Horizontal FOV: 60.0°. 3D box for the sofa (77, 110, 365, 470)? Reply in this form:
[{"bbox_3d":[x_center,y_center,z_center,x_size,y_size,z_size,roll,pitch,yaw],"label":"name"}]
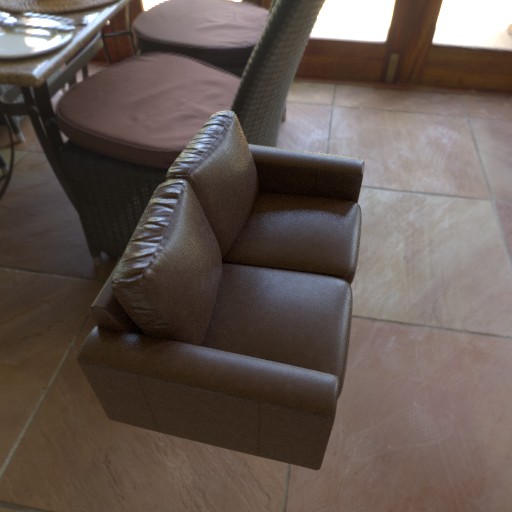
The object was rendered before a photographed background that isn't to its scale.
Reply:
[{"bbox_3d":[0.000,0.000,2.214,1.016,0.873,1.616,10,47,9],"label":"sofa"}]
